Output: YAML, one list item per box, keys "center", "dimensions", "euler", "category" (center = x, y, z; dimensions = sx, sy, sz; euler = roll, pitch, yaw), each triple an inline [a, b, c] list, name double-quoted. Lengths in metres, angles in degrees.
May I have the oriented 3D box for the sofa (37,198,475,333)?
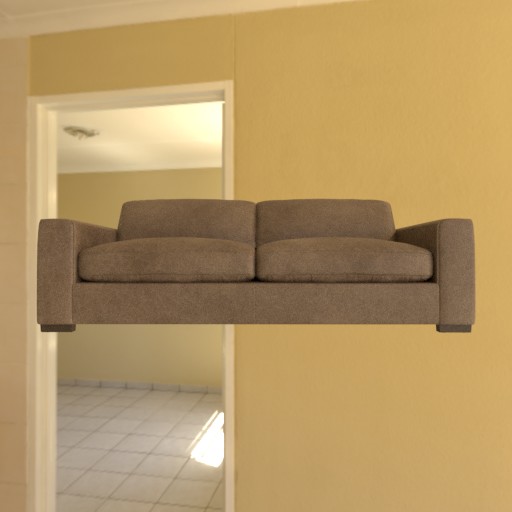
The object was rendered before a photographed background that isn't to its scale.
- center: [0.000, 0.000, 2.778]
  dimensions: [2.262, 0.801, 1.070]
  euler: [0, -1, 0]
  category: "sofa"
